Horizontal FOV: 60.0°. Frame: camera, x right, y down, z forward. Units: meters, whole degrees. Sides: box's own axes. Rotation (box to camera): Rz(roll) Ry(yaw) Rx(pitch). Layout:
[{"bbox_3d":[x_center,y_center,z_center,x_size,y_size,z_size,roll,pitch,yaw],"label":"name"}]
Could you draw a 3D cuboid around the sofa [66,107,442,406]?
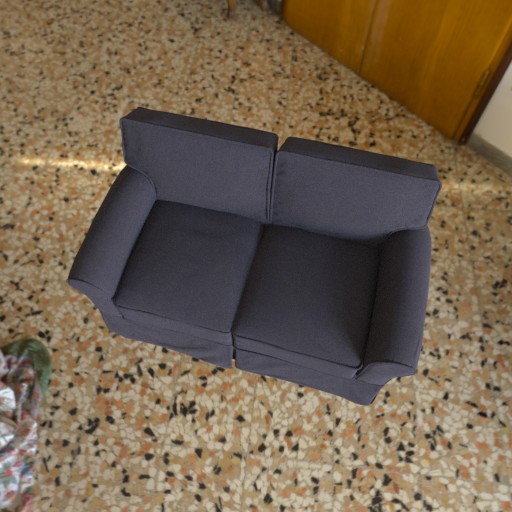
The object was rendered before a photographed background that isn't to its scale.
[{"bbox_3d":[0.000,0.000,2.438,1.801,1.059,0.997,13,60,8],"label":"sofa"}]
